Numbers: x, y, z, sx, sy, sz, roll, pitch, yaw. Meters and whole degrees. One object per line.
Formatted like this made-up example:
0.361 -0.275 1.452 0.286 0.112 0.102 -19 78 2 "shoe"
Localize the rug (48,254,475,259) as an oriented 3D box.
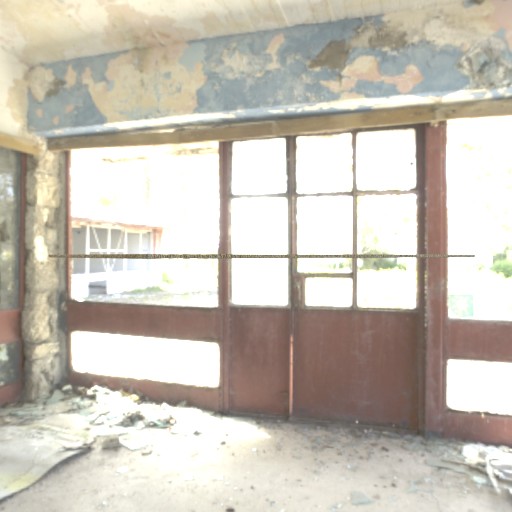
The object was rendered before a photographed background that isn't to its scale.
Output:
0.000 0.000 3.985 3.000 0.025 2.400 0 0 -35 "rug"
